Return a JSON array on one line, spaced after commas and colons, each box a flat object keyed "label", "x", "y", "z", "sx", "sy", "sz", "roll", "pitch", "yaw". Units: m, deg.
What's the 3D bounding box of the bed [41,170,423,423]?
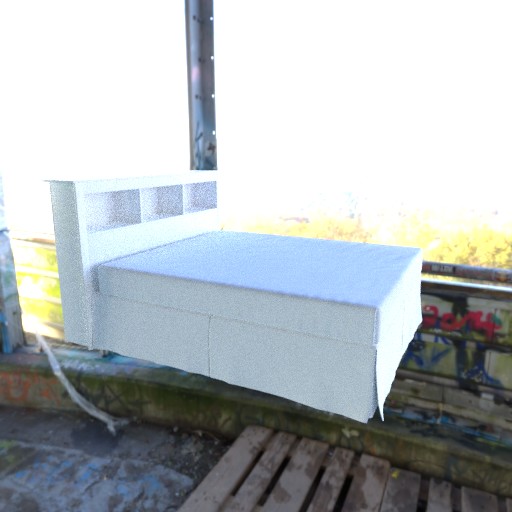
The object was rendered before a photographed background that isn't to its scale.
[{"label": "bed", "x": 0.000, "y": 0.000, "z": 3.113, "sx": 2.133, "sy": 1.092, "sz": 1.671, "roll": 7, "pitch": 15, "yaw": 26}]
